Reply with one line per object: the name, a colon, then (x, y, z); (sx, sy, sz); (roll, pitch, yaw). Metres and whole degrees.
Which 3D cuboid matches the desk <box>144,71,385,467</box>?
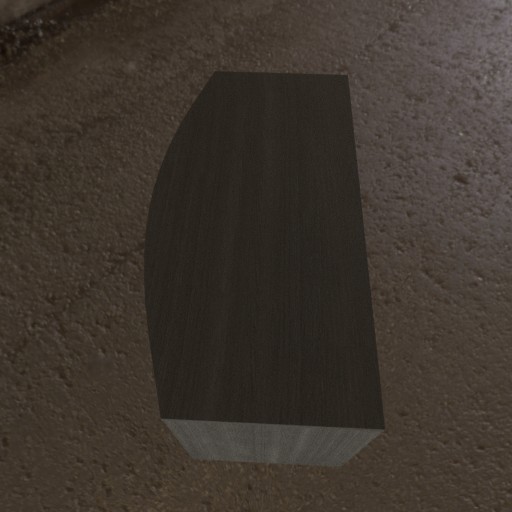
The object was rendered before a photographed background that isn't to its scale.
desk: (0.000, 0.000, 1.999); (0.802, 0.750, 1.600); (2, 57, 1)
